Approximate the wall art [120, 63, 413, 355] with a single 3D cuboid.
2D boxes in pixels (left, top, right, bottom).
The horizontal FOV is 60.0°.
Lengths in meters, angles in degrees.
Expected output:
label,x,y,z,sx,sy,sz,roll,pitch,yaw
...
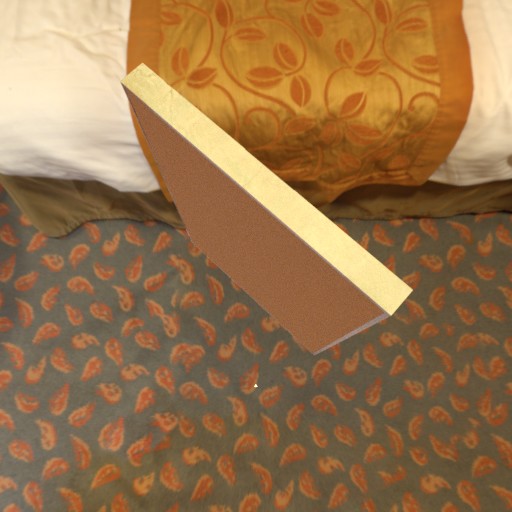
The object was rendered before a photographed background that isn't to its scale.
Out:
label,x,y,z,sx,sy,sz,roll,pitch,yaw
wall art,0.000,0.000,0.776,0.403,0.607,0.036,42,78,11
